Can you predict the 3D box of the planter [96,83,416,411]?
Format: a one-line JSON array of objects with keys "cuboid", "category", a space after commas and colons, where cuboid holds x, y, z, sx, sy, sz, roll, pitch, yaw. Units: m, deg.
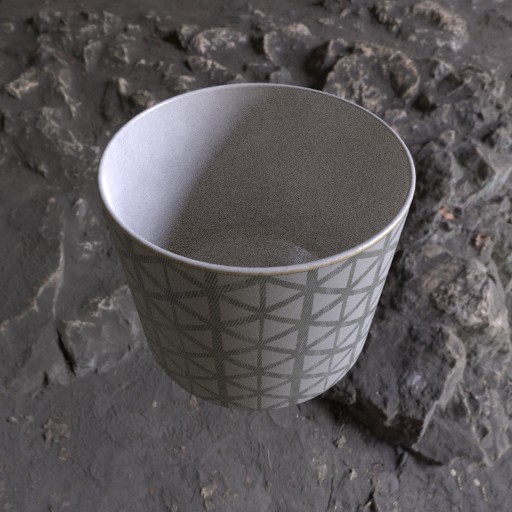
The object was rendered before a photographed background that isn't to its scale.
[{"cuboid": [0.000, 0.000, 0.337, 0.190, 0.181, 0.190, 0, 47, 0], "category": "planter"}]
